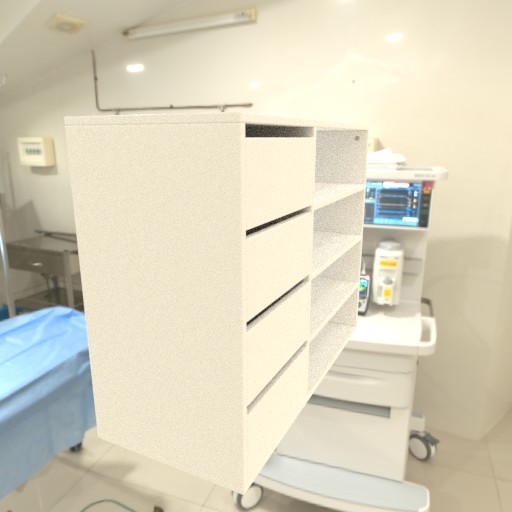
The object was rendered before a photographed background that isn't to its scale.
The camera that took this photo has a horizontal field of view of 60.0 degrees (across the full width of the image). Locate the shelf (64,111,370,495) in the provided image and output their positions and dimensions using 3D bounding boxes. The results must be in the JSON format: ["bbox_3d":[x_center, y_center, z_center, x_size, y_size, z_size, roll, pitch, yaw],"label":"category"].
[{"bbox_3d":[0.000,0.000,1.264,0.396,0.732,0.895,7,17,26],"label":"shelf"}]
